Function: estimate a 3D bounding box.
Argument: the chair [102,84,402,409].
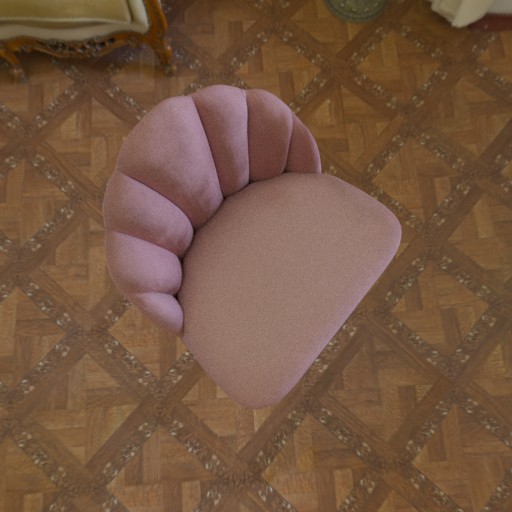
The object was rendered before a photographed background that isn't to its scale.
[{"bbox_3d":[0.000,0.000,1.236,0.599,0.819,0.657,39,79,9],"label":"chair"}]
